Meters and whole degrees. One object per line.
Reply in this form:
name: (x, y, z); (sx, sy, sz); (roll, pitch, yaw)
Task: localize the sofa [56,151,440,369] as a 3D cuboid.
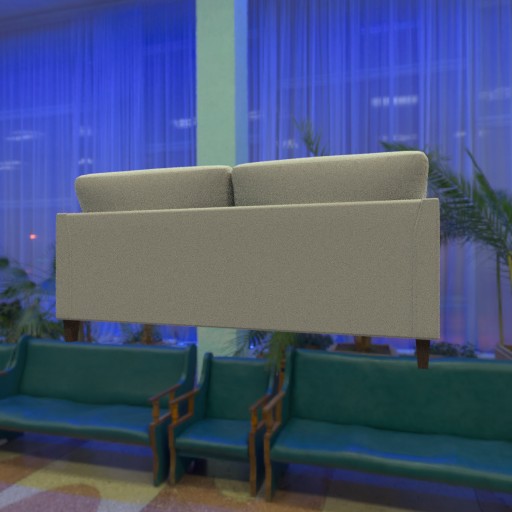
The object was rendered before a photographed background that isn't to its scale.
sofa: (0.000, 0.000, 2.326); (1.776, 0.836, 0.970); (0, 0, 19)
